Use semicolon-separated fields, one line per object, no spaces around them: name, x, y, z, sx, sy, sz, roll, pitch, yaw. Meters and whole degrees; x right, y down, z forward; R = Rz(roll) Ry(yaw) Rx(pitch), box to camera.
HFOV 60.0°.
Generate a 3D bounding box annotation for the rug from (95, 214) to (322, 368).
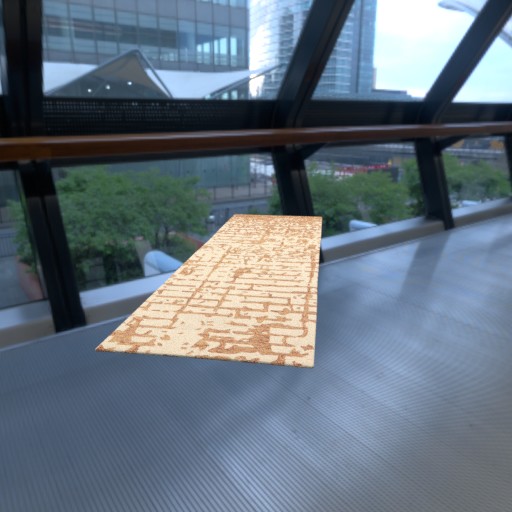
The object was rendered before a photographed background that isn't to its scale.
rug;0.000;0.000;2.626;0.750;0.011;2.435;3;17;8
